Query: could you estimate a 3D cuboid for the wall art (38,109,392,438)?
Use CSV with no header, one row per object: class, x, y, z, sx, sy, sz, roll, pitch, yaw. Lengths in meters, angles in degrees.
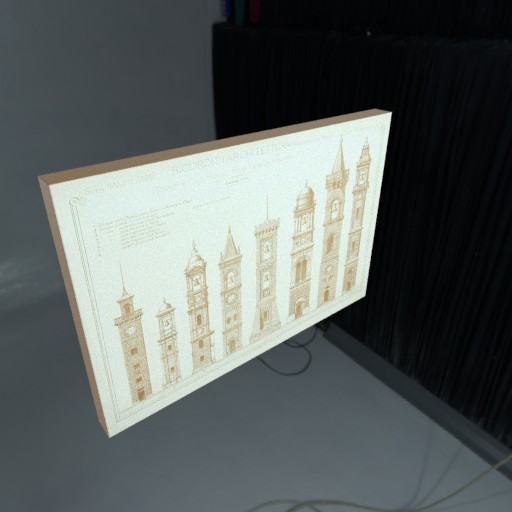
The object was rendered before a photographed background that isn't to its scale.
wall art,0.000,0.000,0.760,0.609,0.407,0.039,-22,36,-33
